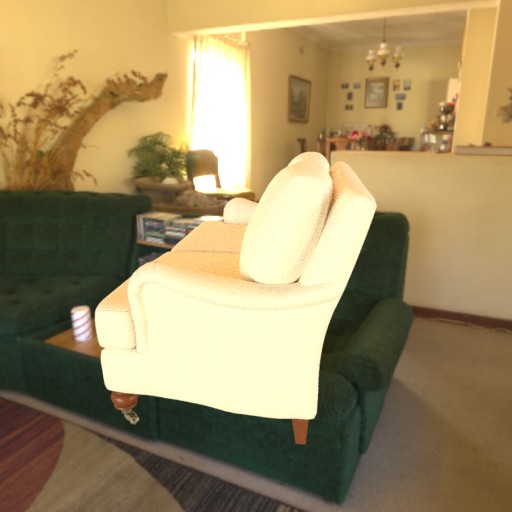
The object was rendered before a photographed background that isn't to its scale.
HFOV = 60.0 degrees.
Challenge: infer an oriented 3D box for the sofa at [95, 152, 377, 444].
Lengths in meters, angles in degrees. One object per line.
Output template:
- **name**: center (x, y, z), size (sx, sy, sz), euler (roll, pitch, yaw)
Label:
- **sofa**: center (0.000, 0.000, 2.521), size (1.084, 1.101, 1.853), euler (2, 16, 8)
